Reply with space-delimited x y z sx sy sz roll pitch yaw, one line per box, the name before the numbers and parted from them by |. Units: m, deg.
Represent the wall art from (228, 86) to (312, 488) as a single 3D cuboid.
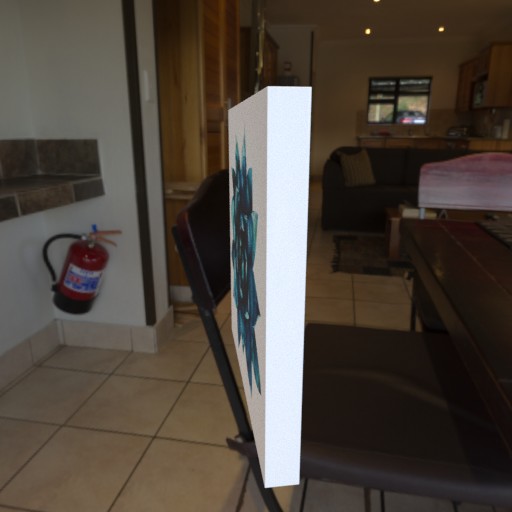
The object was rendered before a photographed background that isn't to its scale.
wall art | 0.000 0.000 0.620 0.038 0.406 0.406 -2 16 -8
